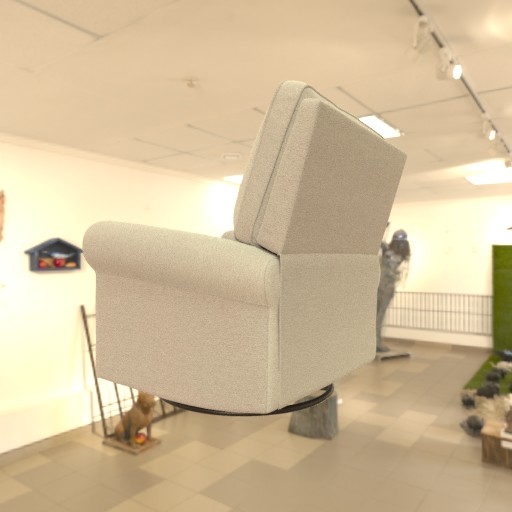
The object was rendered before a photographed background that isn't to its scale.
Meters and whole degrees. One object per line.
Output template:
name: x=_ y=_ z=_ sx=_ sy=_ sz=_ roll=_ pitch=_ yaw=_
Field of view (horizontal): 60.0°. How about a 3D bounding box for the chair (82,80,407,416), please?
chair: x=0.000 y=0.000 z=1.611 sx=0.878 sy=0.960 sz=0.890 roll=0 pitch=0 yaw=36
